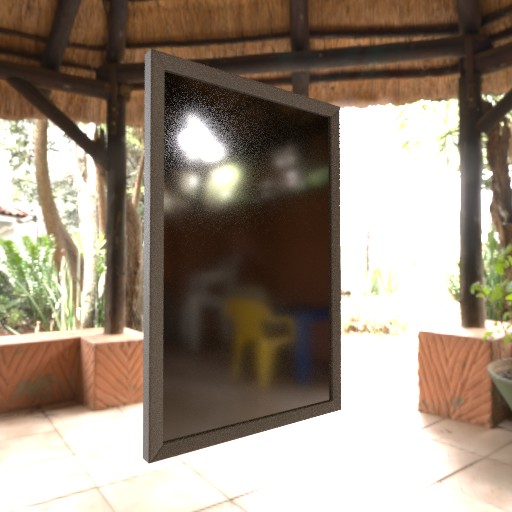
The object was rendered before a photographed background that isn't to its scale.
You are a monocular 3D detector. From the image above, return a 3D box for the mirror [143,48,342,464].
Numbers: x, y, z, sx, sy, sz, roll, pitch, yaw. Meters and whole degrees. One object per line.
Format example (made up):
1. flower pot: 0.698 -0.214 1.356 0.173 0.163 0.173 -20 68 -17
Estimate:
1. mirror: 0.000 0.000 1.172 0.609 0.915 0.040 1 -2 -36
